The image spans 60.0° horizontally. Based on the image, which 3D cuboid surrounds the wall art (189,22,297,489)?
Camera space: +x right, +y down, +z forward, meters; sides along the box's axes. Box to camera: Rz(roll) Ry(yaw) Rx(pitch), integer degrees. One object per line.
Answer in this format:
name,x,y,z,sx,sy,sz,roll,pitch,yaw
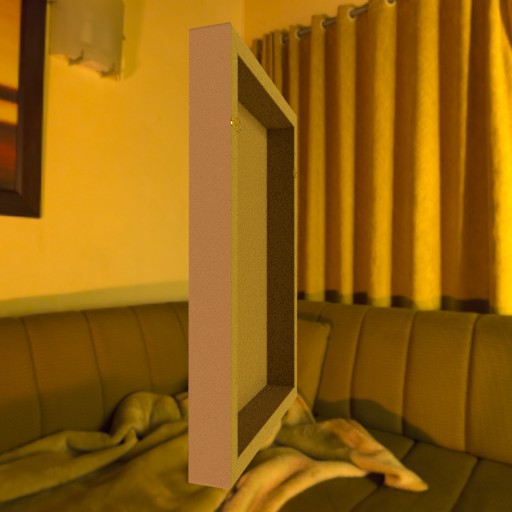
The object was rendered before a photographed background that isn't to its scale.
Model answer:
wall art,0.000,0.000,0.487,0.039,0.381,0.252,0,0,18
